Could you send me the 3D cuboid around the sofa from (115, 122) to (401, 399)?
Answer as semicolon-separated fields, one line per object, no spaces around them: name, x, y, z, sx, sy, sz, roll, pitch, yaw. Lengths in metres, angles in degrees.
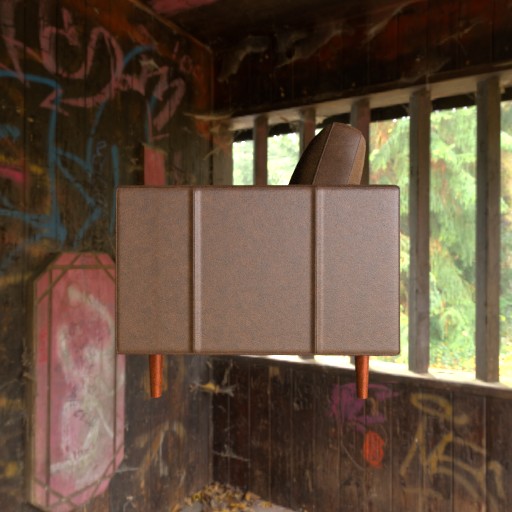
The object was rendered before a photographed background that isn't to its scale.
sofa;0.000;0.000;2.134;0.909;0.951;1.578;0;0;1
